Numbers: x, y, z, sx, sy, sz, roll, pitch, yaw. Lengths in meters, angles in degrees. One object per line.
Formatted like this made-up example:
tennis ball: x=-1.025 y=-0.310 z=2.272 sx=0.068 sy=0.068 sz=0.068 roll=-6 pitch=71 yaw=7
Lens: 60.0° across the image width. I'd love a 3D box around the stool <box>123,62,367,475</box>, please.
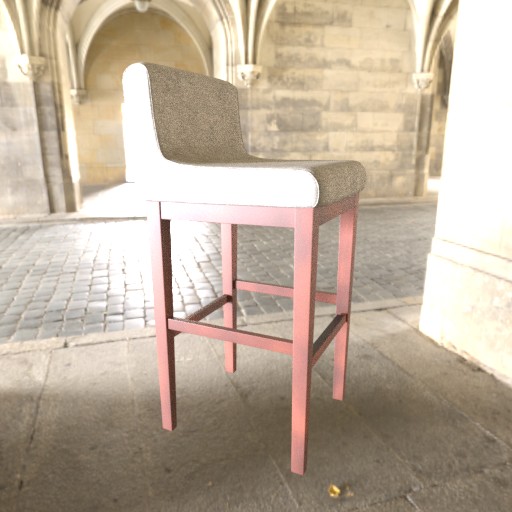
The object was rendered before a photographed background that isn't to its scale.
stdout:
stool: x=0.000 y=0.000 z=1.213 sx=0.499 sy=0.965 sz=0.426 roll=7 pitch=16 yaw=25
